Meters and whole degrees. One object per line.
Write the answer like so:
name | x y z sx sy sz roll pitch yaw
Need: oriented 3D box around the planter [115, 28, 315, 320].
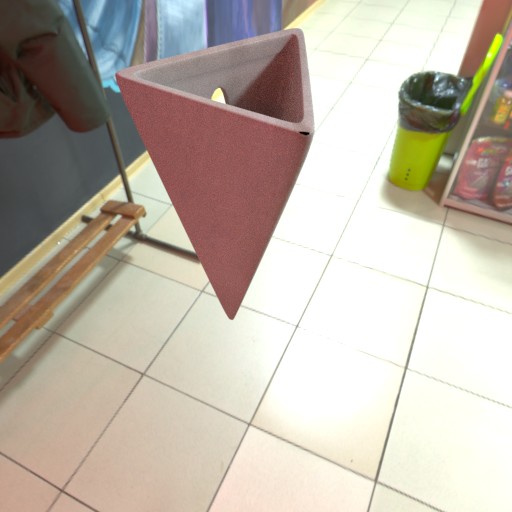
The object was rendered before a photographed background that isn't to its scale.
planter | 0.000 0.000 0.157 0.058 0.130 0.047 -24 51 -22
